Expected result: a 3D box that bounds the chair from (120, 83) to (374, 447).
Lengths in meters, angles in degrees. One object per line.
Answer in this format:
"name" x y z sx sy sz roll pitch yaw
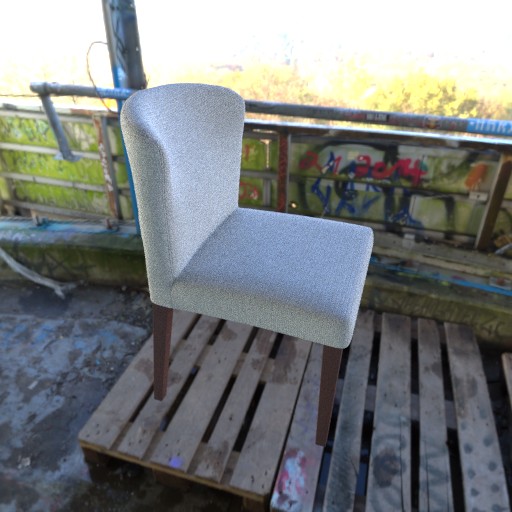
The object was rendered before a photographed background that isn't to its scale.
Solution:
"chair" 0.000 0.000 1.210 0.589 0.839 0.491 10 33 16
